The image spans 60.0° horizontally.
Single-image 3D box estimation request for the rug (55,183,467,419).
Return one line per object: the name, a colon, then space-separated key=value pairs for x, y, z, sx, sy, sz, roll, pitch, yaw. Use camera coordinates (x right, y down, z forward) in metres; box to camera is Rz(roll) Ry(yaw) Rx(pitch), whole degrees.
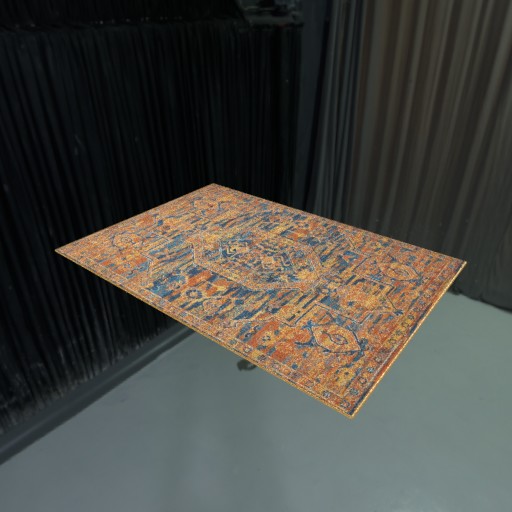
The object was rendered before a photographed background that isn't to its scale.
rug: x=0.000 y=0.000 z=3.817 sx=2.916 sy=0.019 sz=2.043 roll=22 pitch=37 yaw=32
